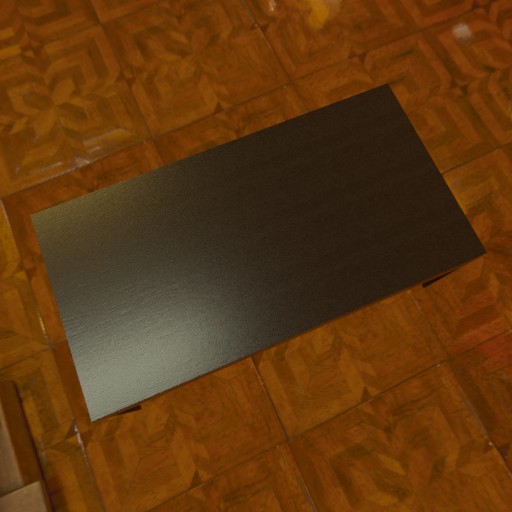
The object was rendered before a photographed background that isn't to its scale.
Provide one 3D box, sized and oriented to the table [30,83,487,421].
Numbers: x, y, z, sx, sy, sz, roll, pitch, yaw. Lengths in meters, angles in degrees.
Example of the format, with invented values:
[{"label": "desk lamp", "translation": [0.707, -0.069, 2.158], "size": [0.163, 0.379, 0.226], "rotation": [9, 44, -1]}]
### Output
[{"label": "table", "translation": [0.000, 0.000, 1.402], "size": [1.095, 0.435, 0.574], "rotation": [-22, 75, -6]}]
